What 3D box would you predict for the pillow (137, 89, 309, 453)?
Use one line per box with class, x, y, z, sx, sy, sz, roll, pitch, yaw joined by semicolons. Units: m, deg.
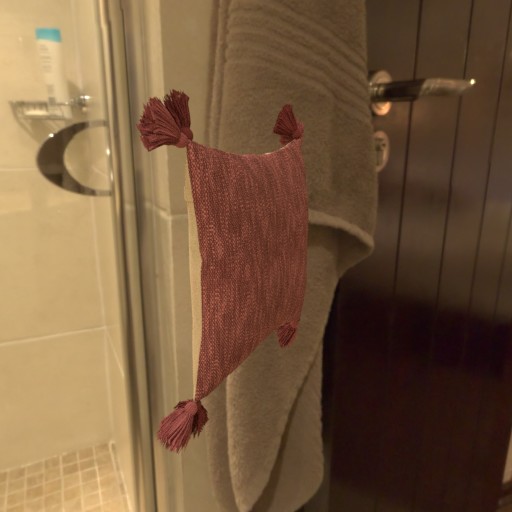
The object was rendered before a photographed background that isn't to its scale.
pillow;0.000;0.000;0.965;0.138;0.659;0.641;8;17;27
